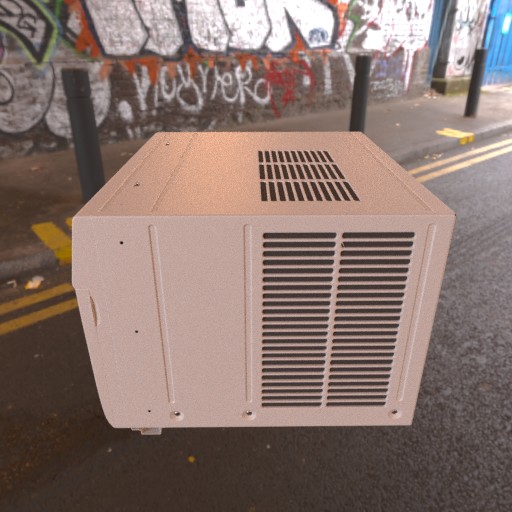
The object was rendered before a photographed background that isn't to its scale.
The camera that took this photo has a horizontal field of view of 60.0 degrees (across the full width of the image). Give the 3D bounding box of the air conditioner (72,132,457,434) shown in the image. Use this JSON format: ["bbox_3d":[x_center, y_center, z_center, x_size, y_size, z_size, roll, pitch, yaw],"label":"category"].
[{"bbox_3d":[0.000,0.000,1.047,0.599,0.455,0.645,0,26,-1],"label":"air conditioner"}]
